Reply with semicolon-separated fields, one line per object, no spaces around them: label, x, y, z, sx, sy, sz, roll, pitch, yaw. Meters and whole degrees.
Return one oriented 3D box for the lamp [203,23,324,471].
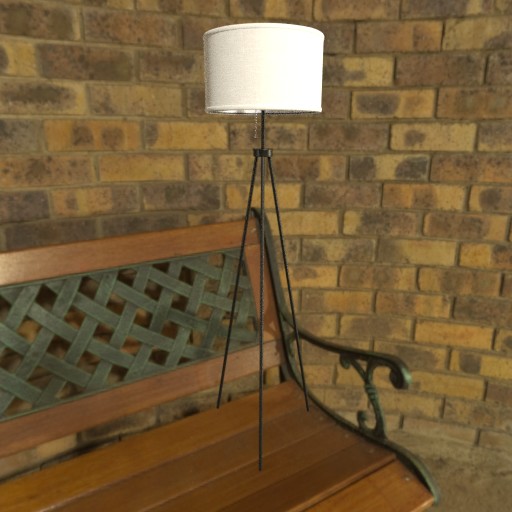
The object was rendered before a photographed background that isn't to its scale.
lamp;0.000;0.000;1.716;0.458;1.545;0.448;8;17;26
